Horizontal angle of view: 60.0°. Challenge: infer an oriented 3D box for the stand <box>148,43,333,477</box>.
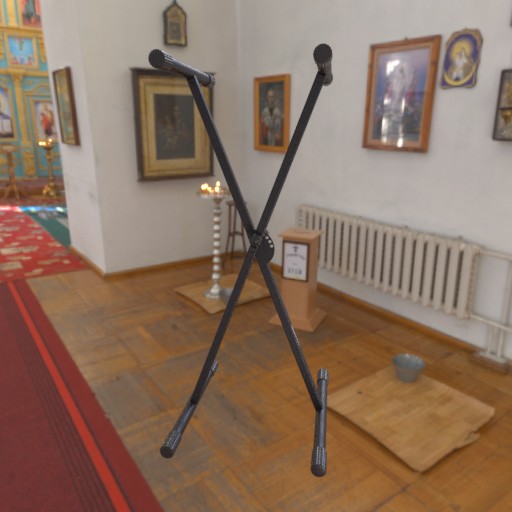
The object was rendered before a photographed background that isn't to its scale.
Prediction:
[{"bbox_3d":[0.000,0.000,1.161,0.409,0.940,0.449,3,15,9],"label":"stand"}]
